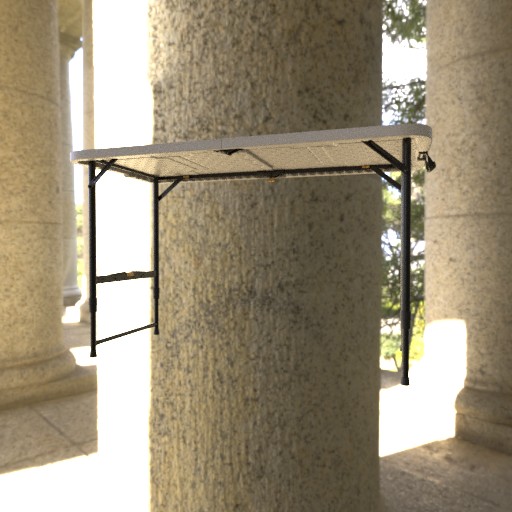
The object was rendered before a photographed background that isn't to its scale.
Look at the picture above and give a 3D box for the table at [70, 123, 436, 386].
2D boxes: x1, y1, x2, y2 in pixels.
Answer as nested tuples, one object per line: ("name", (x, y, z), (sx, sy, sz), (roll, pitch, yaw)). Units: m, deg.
("table", (0.000, 0.000, 1.655), (1.245, 0.737, 0.611), (0, 1, 18))
